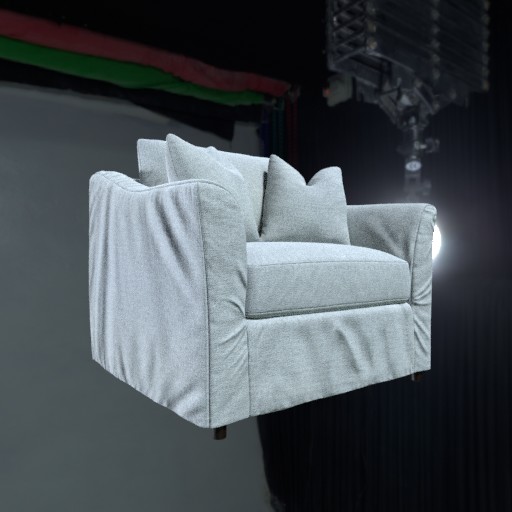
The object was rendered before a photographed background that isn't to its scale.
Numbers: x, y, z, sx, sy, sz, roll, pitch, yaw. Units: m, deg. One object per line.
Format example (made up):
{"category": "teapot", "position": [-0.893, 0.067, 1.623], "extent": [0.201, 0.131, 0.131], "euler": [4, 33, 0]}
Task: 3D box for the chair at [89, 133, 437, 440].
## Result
{"category": "chair", "position": [0.000, 0.000, 1.988], "extent": [1.194, 1.059, 1.071], "euler": [0, 0, -36]}
